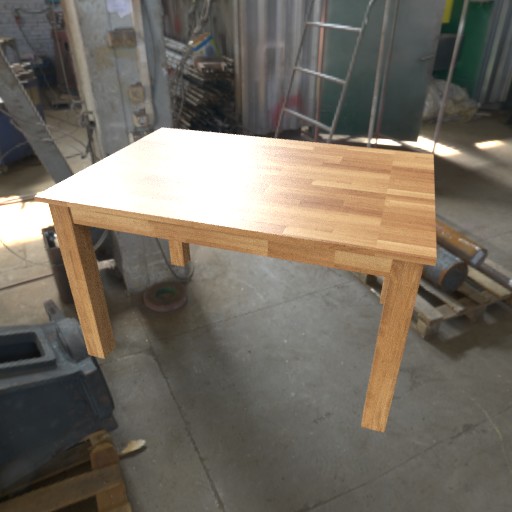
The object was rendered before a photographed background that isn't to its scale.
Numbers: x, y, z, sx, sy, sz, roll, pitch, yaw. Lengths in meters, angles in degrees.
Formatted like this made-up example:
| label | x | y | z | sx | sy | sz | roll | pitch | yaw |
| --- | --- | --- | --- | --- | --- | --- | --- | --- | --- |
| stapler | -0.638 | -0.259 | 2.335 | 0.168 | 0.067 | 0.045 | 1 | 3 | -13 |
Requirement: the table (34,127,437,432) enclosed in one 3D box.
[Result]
| label | x | y | z | sx | sy | sz | roll | pitch | yaw |
| --- | --- | --- | --- | --- | --- | --- | --- | --- | --- |
| table | 0.000 | 0.000 | 1.899 | 1.300 | 0.750 | 0.900 | 10 | 33 | 16 |
